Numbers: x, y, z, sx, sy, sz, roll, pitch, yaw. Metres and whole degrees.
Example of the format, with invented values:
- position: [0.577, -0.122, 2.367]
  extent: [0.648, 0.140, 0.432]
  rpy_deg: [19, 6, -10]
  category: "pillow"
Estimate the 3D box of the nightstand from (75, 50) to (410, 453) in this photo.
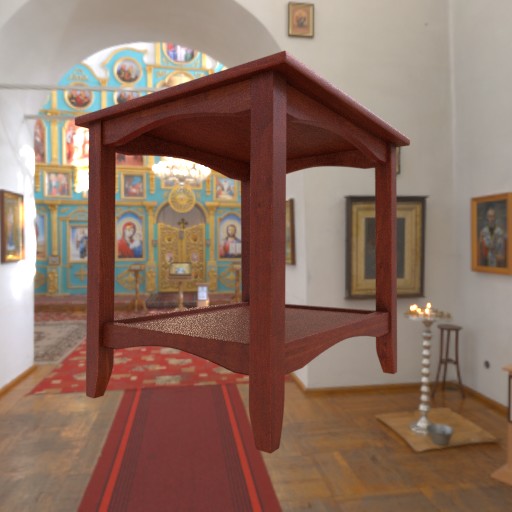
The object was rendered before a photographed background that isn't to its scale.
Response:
- position: [0.000, 0.000, 0.973]
  extent: [0.501, 0.558, 0.558]
  rpy_deg: [0, 0, 36]
  category: "nightstand"
